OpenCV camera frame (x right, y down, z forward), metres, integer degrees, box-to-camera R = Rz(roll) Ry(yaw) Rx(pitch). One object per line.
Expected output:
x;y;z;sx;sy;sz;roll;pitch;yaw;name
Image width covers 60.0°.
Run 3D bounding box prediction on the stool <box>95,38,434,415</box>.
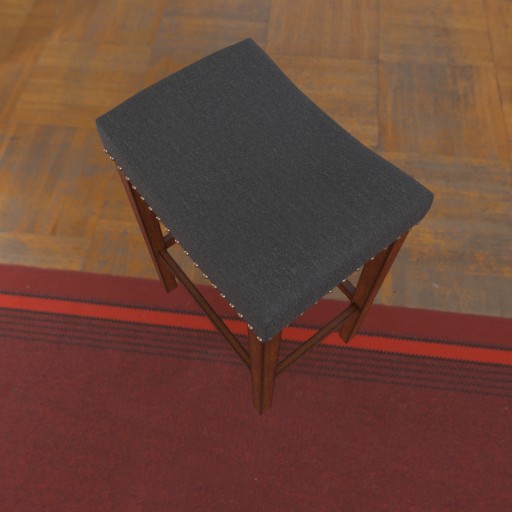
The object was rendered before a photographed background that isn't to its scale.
0.000;0.000;1.041;0.366;0.760;0.502;-35;68;-16;stool
